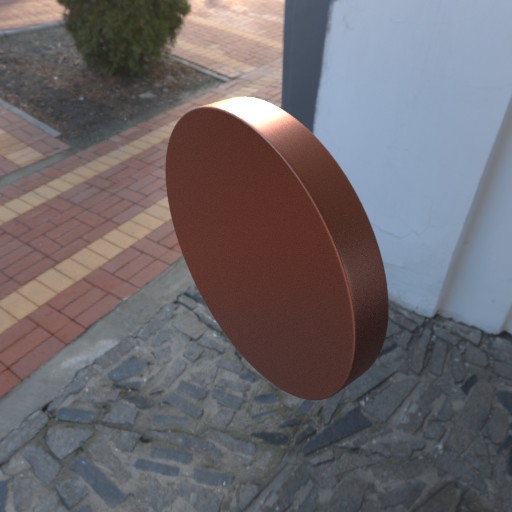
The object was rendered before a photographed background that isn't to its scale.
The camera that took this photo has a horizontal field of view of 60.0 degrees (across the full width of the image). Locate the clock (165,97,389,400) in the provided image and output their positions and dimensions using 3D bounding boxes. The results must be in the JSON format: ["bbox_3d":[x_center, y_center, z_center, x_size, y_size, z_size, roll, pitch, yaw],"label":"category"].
[{"bbox_3d":[0.000,0.000,0.465,0.040,0.313,0.313,-26,47,-27],"label":"clock"}]
